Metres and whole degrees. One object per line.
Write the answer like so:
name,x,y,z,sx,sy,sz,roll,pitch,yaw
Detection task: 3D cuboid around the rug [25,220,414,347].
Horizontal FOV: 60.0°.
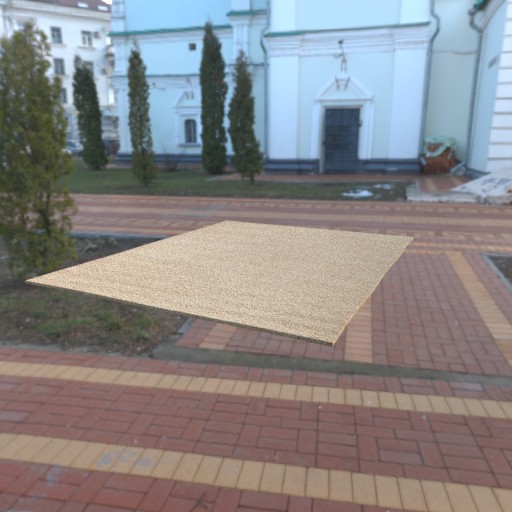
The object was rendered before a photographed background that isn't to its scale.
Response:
rug,0.000,0.000,4.123,2.400,0.026,3.000,7,16,26
